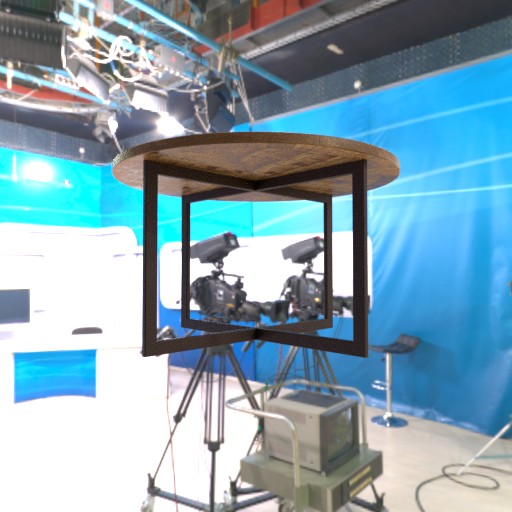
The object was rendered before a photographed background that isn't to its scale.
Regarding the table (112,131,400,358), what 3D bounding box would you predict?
[{"bbox_3d":[0.000,0.000,2.033,1.264,0.762,1.264,0,-2,0],"label":"table"}]
